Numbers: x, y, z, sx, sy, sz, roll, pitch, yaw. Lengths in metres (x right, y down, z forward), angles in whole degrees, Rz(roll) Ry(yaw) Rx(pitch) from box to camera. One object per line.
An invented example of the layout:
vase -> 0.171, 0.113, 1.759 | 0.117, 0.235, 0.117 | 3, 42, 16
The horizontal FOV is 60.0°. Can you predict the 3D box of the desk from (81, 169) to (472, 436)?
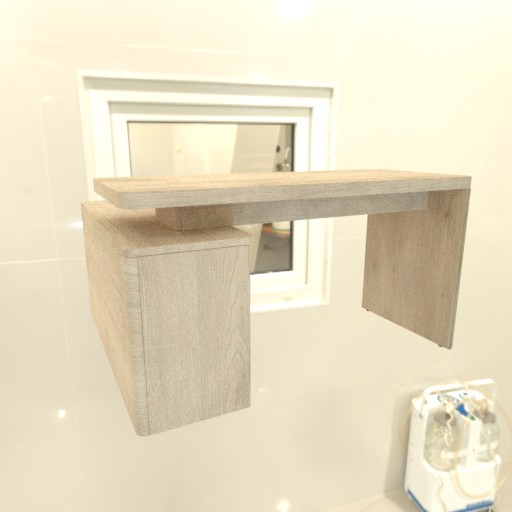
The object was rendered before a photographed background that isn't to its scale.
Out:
desk -> 0.000, 0.000, 2.083 | 1.400, 0.770, 1.175 | -7, 16, -26
